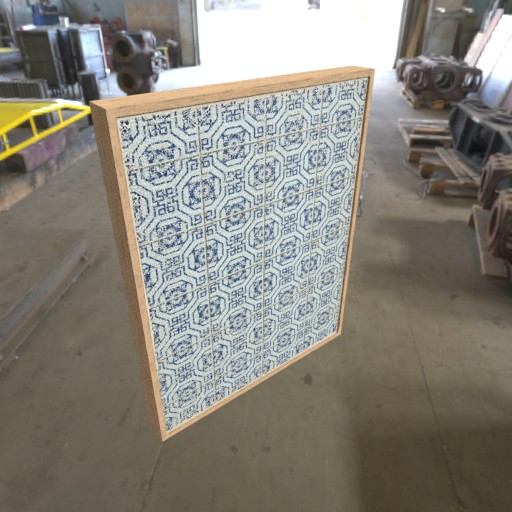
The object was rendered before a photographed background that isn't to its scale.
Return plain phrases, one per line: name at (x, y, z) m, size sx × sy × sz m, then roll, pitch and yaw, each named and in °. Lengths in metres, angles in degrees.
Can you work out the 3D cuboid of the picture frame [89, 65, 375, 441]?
picture frame at (0.000, 0.000, 0.709) m, size 0.421 × 0.526 × 0.046 m, roll -22°, pitch 38°, yaw -32°
